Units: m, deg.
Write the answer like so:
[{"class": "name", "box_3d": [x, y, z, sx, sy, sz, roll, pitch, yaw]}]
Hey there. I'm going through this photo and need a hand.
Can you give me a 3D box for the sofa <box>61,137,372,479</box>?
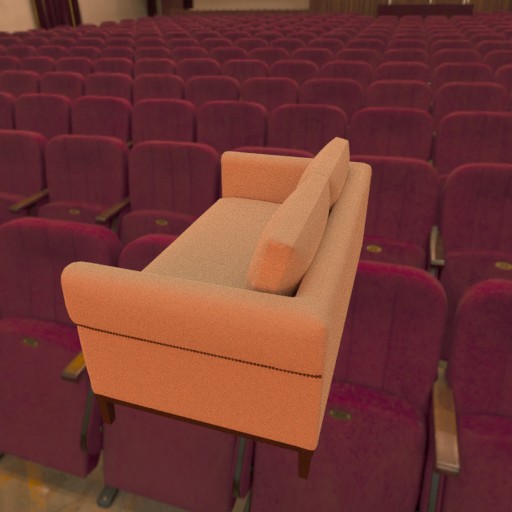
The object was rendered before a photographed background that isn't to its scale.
[{"class": "sofa", "box_3d": [0.000, 0.000, 2.109, 0.905, 0.873, 1.598, 8, 30, 15]}]
